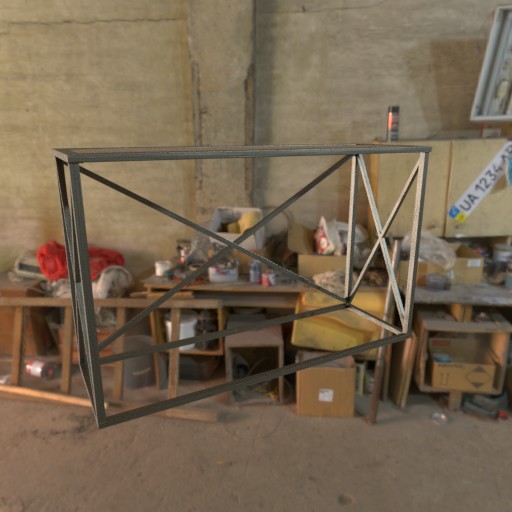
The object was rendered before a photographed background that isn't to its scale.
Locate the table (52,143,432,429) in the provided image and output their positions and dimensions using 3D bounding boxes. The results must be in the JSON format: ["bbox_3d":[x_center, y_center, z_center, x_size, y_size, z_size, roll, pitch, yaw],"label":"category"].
[{"bbox_3d":[0.000,0.000,1.580,1.216,0.753,0.402,-8,18,-27],"label":"table"}]
